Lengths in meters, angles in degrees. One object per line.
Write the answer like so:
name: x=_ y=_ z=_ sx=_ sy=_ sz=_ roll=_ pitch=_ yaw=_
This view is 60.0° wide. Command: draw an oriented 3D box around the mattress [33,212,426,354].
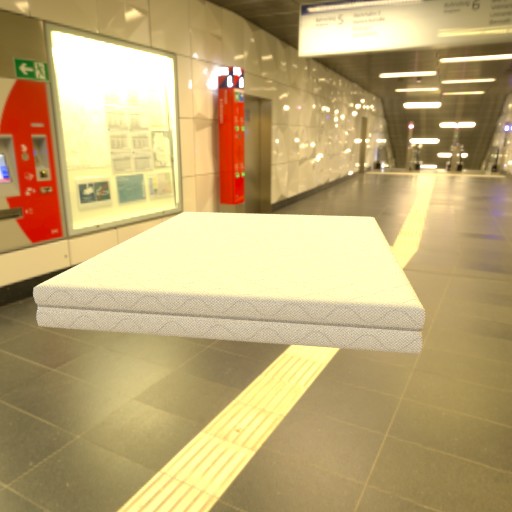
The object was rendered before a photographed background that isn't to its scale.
mattress: x=0.000 y=0.000 z=2.726 sx=1.600 sy=0.200 sz=2.000 roll=2 pitch=15 yaw=9
